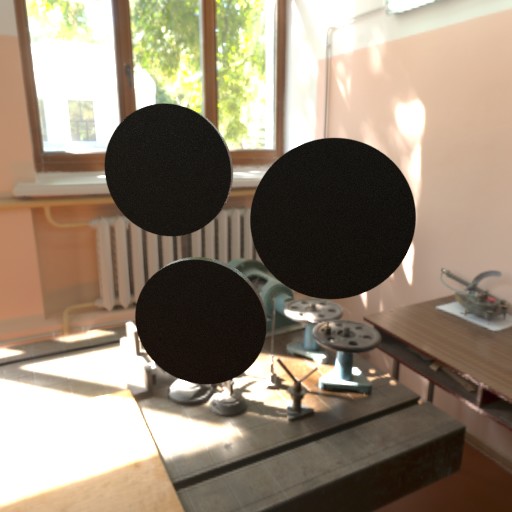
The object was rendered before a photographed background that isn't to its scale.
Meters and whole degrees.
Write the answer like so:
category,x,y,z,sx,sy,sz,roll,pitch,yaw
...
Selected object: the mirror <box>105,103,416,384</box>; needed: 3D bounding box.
category,x,y,z,sx,sy,sz,roll,pitch,yaw
mirror,0.000,0.000,3.200,2.160,2.096,0.076,2,15,7
